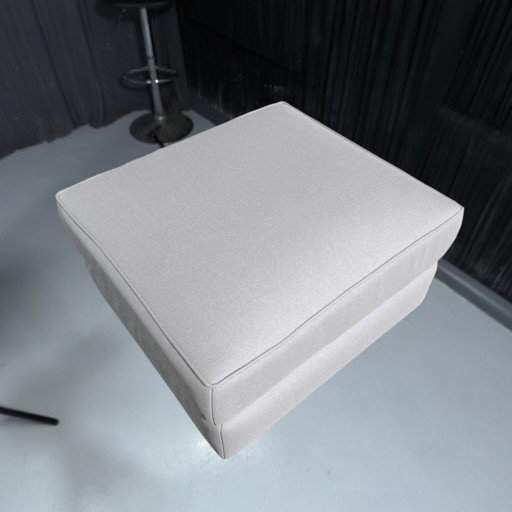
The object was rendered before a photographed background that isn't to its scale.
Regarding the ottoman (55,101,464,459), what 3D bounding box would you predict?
[{"bbox_3d":[0.000,0.000,1.127,0.721,0.505,0.662,-30,54,-25],"label":"ottoman"}]
